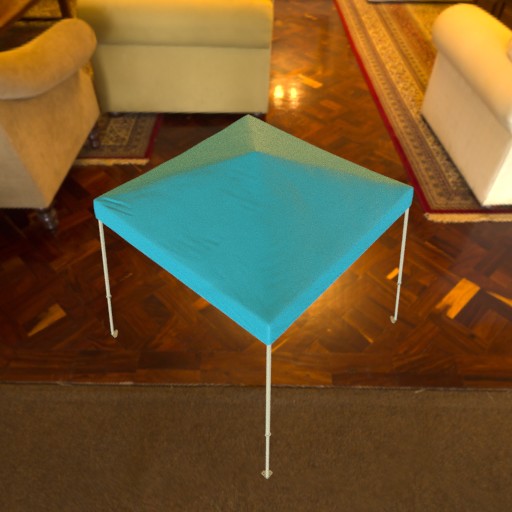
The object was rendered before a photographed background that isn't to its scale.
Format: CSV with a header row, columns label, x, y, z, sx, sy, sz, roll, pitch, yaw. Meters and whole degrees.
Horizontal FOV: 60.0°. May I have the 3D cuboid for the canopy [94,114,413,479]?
label,x,y,z,sx,sy,sz,roll,pitch,yaw
canopy,0.000,0.000,5.220,2.850,2.850,2.849,32,54,28
